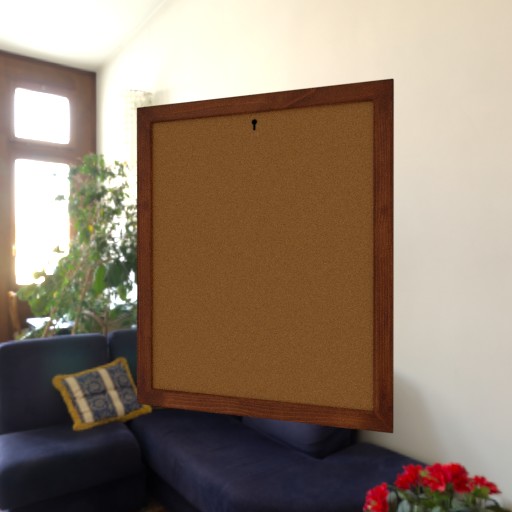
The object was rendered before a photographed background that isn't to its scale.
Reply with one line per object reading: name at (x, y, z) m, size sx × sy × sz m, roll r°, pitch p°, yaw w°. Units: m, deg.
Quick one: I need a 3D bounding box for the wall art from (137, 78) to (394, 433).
wall art at (0.000, 0.000, 0.779) m, size 0.462 × 0.558 × 0.030 m, roll 0°, pitch 0°, yaw 17°
